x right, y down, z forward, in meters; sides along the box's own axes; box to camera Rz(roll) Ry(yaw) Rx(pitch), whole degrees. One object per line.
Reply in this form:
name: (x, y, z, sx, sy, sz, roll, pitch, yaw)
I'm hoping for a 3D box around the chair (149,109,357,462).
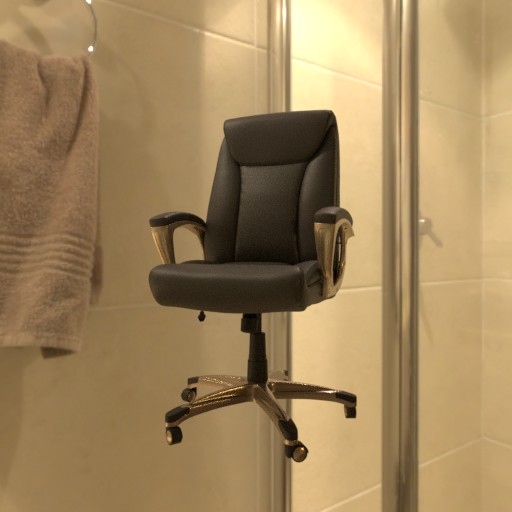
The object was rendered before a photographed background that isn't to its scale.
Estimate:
chair: (0.000, 0.000, 1.596, 0.694, 1.188, 0.748, 0, 1, 18)
